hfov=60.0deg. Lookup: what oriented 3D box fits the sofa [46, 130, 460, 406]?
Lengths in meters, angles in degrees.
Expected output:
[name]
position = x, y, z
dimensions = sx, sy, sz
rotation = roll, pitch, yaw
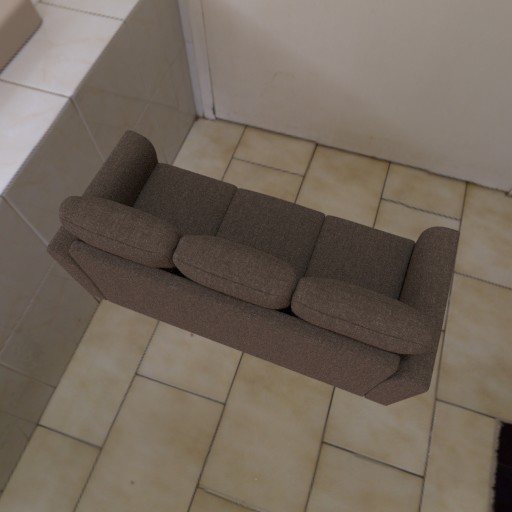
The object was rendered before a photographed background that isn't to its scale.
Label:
[sofa]
position = 0.000, 0.000, 2.305
dimensions = 1.847, 0.891, 0.837
rotation = 19, 65, 9
